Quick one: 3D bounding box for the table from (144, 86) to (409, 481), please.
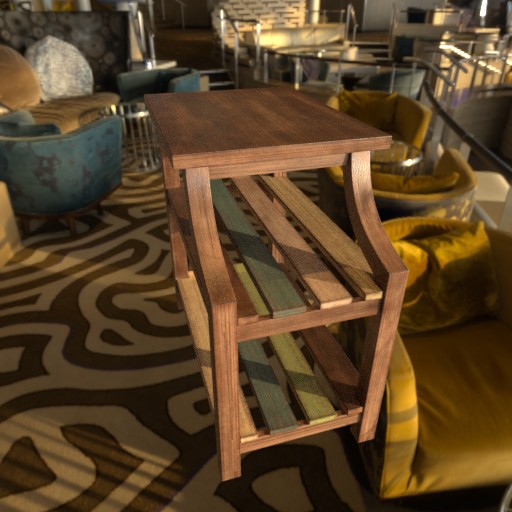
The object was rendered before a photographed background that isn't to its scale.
[{"bbox_3d":[0.000,0.000,0.963,0.356,0.584,0.609,-9,31,-15],"label":"table"}]
